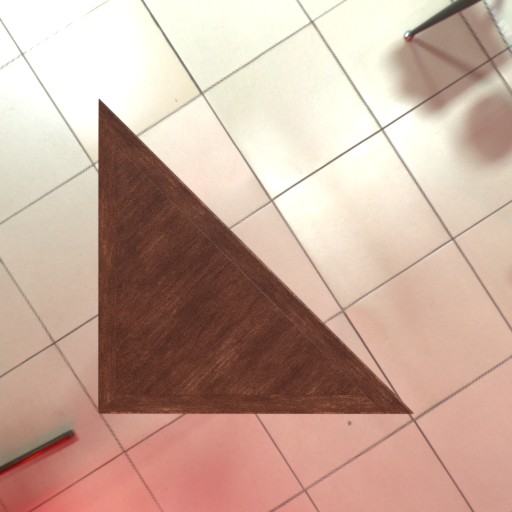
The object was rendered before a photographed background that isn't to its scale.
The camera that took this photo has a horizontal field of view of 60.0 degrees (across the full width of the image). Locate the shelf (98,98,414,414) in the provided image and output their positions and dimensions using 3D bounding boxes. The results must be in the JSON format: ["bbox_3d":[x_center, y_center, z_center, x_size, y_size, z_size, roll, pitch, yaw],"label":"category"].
[{"bbox_3d":[0.000,0.000,0.432,0.296,0.035,0.296,0,90,0],"label":"shelf"}]
